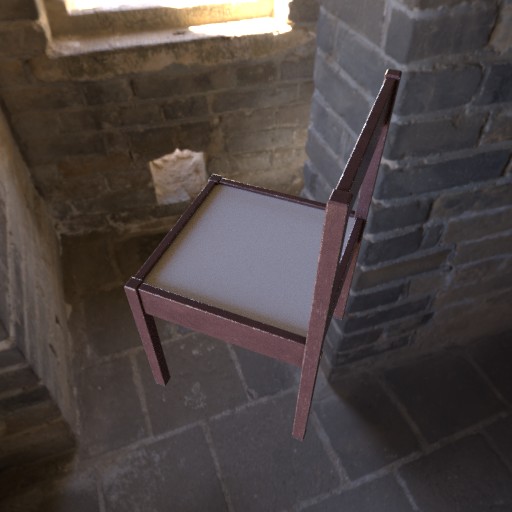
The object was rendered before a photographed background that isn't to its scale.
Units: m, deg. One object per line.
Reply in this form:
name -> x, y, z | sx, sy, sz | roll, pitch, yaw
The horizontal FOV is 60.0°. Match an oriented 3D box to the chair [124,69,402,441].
chair -> 0.000, 0.000, 0.681 | 0.285, 0.505, 0.285 | 16, 48, 15
